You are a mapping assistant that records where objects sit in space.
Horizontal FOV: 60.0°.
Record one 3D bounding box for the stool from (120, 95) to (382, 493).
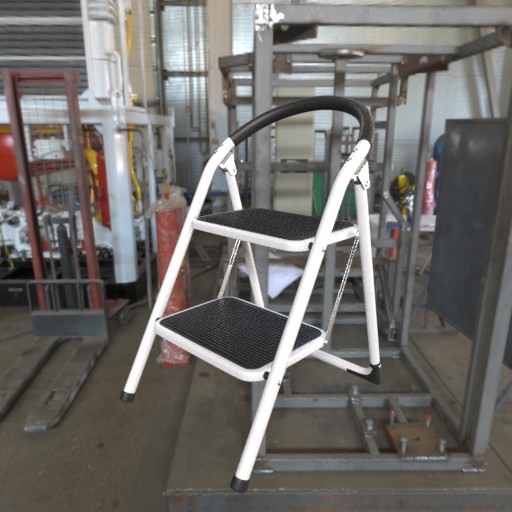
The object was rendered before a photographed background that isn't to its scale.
[{"bbox_3d":[0.000,0.000,1.078,0.453,0.760,0.559,15,22,42],"label":"stool"}]
